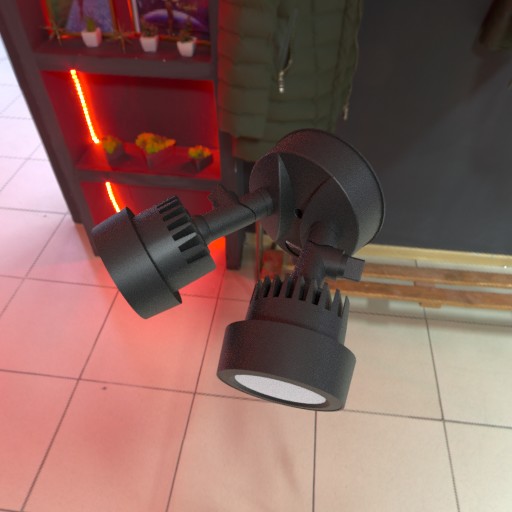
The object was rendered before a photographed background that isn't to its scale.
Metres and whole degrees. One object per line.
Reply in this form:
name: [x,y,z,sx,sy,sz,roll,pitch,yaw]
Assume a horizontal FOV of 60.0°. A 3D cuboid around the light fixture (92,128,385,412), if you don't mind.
light fixture: [0.000,0.000,0.314,0.213,0.120,0.168,31,53,26]
